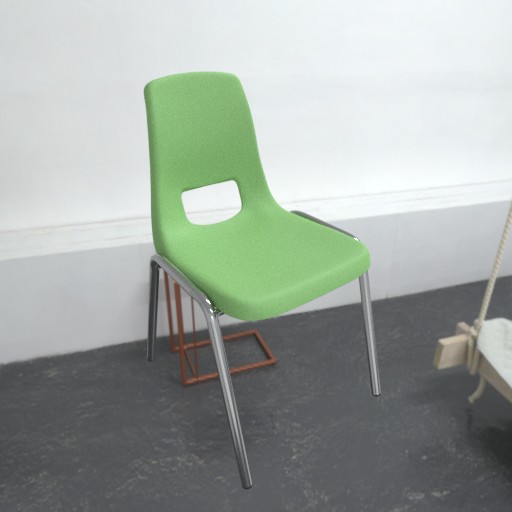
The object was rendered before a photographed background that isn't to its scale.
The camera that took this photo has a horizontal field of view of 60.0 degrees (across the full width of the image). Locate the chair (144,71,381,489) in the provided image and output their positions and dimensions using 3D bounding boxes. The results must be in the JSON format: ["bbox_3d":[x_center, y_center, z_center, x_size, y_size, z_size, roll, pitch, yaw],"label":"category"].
[{"bbox_3d":[0.000,0.000,0.891,0.381,0.653,0.436,-20,34,-32],"label":"chair"}]
